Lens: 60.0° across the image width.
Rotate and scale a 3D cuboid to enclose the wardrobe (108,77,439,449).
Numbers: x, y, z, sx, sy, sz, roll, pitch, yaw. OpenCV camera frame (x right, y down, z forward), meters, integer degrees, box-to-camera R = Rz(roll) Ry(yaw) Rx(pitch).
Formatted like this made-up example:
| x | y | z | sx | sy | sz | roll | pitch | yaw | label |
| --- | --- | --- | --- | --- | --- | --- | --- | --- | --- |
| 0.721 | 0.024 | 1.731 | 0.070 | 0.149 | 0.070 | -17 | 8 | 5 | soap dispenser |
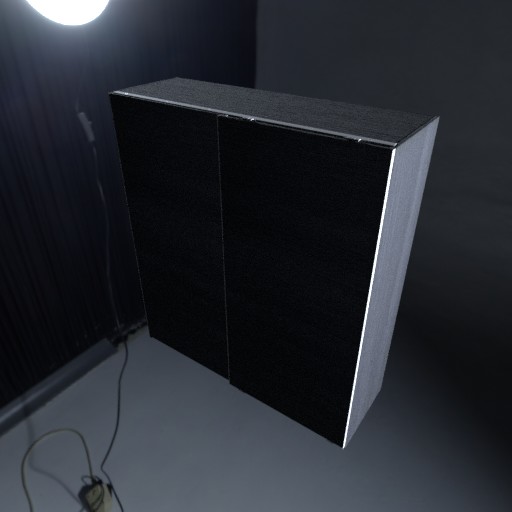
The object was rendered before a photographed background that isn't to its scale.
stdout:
| x | y | z | sx | sy | sz | roll | pitch | yaw | label |
| --- | --- | --- | --- | --- | --- | --- | --- | --- | --- |
| 0.000 | 0.000 | 2.926 | 1.780 | 1.960 | 0.629 | 21 | 37 | 29 | wardrobe |
